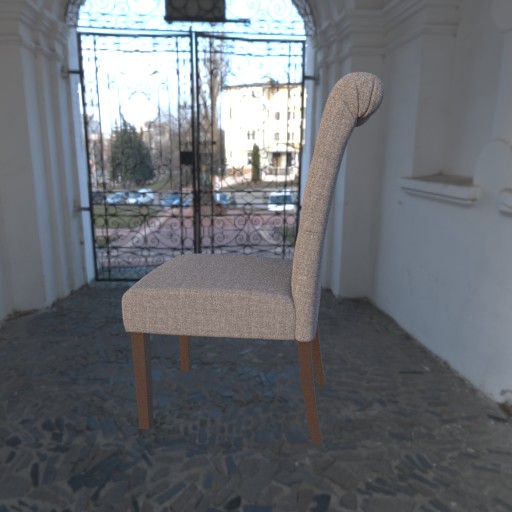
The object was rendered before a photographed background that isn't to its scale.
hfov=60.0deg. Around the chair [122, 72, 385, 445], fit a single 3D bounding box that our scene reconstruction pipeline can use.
[{"bbox_3d":[0.000,0.000,1.357,0.671,1.006,0.456,2,13,10],"label":"chair"}]
